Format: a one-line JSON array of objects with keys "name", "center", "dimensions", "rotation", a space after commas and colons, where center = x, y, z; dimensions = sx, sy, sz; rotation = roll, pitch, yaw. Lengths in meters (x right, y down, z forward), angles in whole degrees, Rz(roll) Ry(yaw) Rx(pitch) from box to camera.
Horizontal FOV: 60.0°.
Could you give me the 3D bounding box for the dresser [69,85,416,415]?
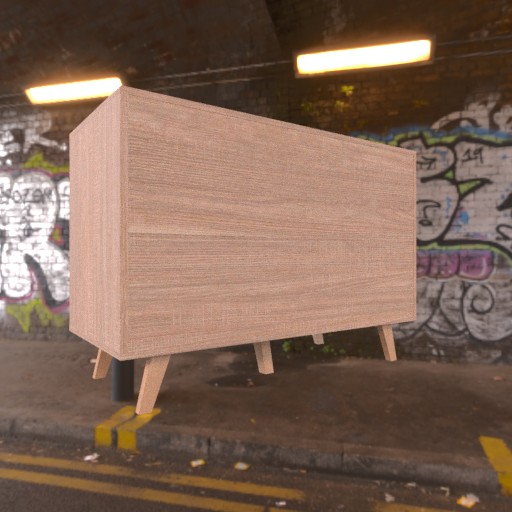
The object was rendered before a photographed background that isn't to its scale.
[{"name": "dresser", "center": [0.000, 0.000, 1.535], "dimensions": [1.110, 0.780, 0.500], "rotation": [0, 0, -35]}]
